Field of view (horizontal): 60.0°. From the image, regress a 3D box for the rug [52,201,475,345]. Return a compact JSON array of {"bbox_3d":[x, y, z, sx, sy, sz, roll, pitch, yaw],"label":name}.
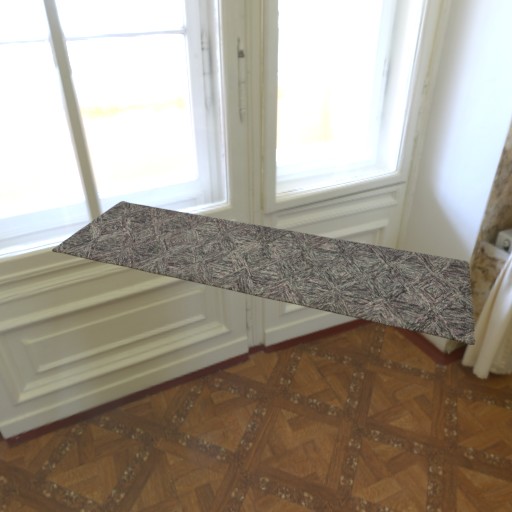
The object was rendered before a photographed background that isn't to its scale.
[{"bbox_3d":[0.000,0.000,2.551,2.305,0.013,0.719,11,34,17],"label":"rug"}]
